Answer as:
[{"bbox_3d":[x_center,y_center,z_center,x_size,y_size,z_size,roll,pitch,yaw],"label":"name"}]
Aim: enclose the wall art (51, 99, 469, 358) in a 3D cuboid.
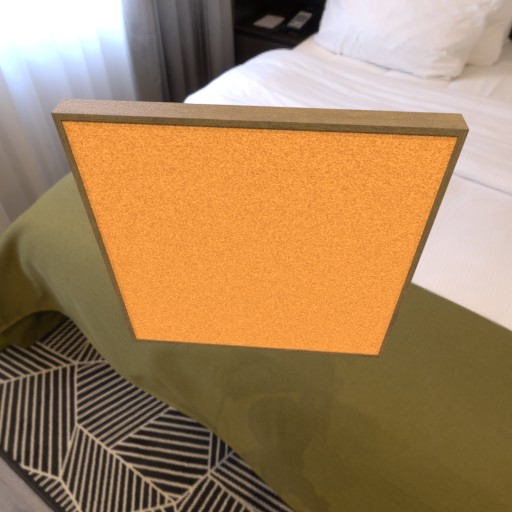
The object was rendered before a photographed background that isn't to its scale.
[{"bbox_3d":[0.000,0.000,0.730,0.507,0.507,0.037,3,46,3],"label":"wall art"}]
